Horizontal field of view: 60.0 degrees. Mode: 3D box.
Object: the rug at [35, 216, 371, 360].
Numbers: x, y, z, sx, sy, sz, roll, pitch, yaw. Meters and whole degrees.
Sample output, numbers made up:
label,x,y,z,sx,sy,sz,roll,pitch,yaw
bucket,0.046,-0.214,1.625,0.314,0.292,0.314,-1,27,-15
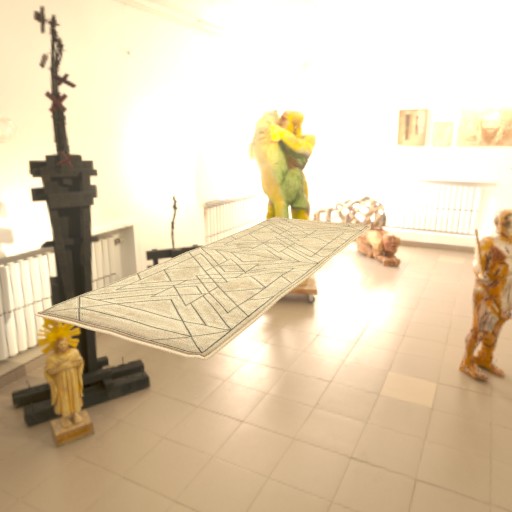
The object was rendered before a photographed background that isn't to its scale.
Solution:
label,x,y,z,sx,sy,sz,roll,pitch,yaw
rug,0.000,0.000,2.650,0.831,0.036,2.381,8,18,26
